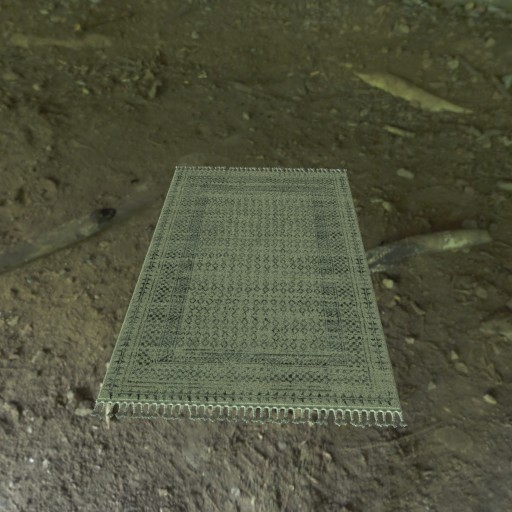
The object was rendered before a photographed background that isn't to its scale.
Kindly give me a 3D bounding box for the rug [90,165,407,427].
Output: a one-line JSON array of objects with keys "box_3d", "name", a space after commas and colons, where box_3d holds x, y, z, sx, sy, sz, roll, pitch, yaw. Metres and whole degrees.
[{"box_3d": [0.000, 0.000, 3.078, 1.548, 0.013, 2.486, 1, 41, 2], "name": "rug"}]
